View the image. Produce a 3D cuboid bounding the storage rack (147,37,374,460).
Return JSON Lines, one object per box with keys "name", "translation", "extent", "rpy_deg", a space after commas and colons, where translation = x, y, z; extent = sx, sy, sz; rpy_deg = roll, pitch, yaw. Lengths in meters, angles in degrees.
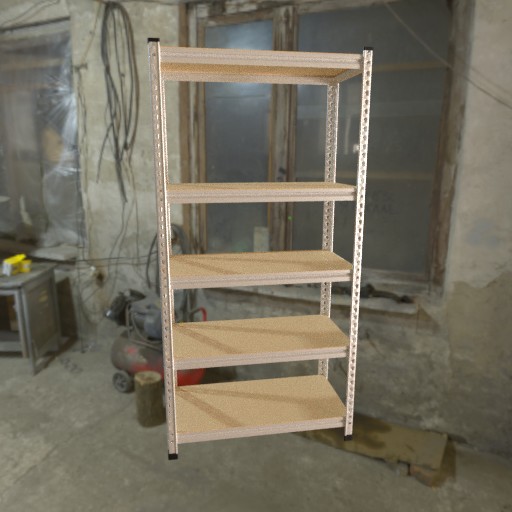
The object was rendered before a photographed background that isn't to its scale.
{"name": "storage rack", "translation": [0.000, 0.000, 2.169], "extent": [0.914, 1.829, 0.457], "rpy_deg": [-2, 13, -9]}
